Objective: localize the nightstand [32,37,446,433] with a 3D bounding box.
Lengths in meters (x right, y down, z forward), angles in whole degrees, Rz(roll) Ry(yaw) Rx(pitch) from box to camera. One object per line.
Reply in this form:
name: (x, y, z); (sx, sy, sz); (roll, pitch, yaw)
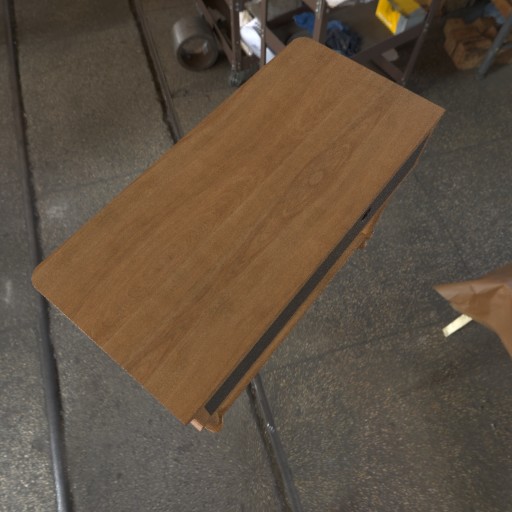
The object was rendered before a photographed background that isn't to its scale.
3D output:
nightstand: (0.000, 0.000, 1.281); (0.432, 0.700, 0.914); (36, 69, 16)
